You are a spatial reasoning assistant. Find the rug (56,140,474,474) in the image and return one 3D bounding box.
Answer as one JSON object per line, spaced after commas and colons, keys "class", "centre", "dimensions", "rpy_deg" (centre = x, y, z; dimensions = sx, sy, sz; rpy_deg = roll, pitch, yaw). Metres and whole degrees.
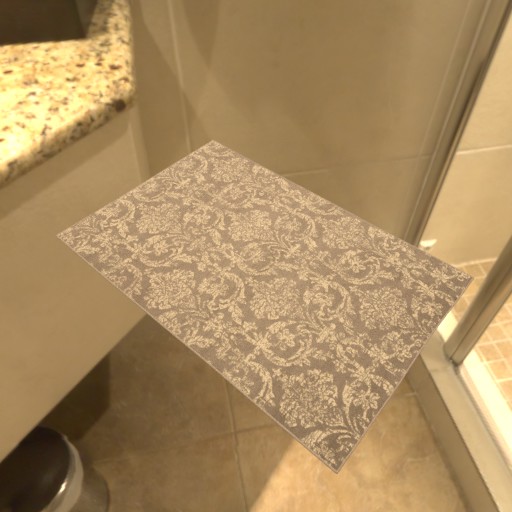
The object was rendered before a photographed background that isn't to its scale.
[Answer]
{"class": "rug", "centre": [0.000, 0.000, 3.456], "dimensions": [2.746, 0.018, 1.819], "rpy_deg": [33, 56, 26]}
